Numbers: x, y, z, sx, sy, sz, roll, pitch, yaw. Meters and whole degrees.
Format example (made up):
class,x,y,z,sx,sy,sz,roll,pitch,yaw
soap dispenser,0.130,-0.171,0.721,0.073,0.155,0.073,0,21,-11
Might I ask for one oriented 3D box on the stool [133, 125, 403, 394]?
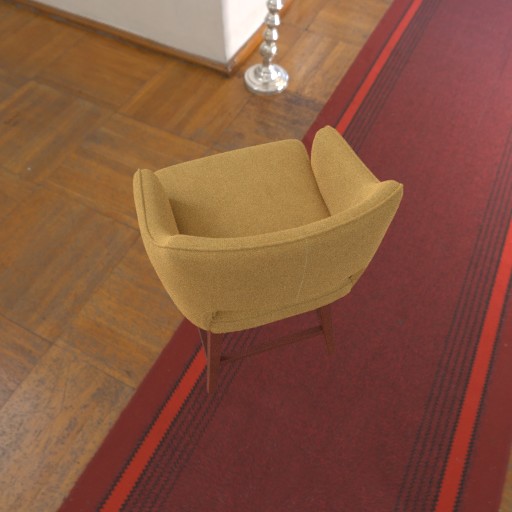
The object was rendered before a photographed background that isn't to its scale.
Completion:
class,x,y,z,sx,sy,sz,roll,pitch,yaw
stool,0.000,0.000,1.240,0.548,0.924,0.558,-15,59,-9
